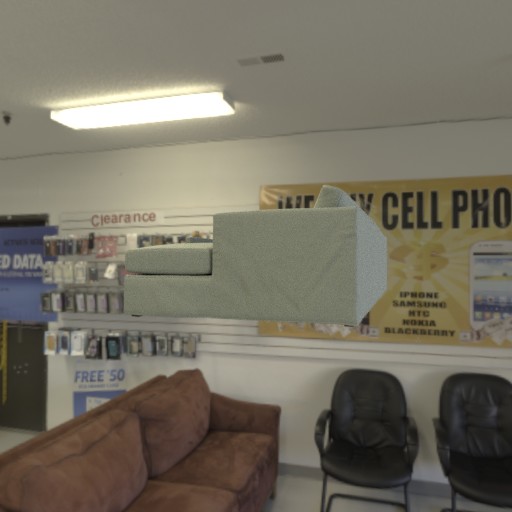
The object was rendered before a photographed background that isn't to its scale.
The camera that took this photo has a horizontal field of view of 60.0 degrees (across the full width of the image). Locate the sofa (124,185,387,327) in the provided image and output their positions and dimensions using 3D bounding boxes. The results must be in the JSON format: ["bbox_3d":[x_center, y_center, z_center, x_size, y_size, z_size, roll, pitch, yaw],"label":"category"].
[{"bbox_3d":[0.000,0.000,4.551,2.427,0.882,3.460,0,-1,19],"label":"sofa"}]
